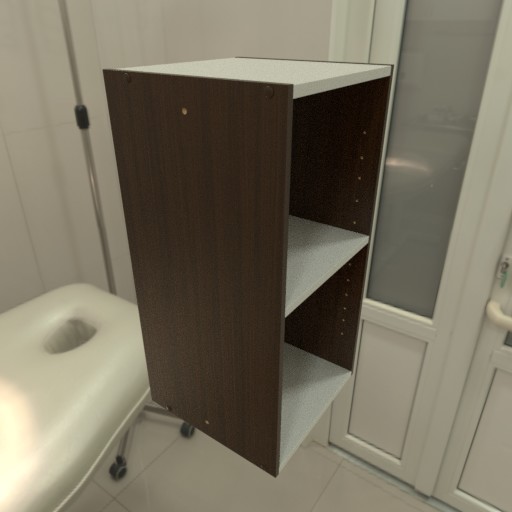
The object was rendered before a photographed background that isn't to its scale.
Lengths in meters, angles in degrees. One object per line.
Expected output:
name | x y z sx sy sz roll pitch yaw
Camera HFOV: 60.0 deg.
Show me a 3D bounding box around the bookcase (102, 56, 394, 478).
bookcase | 0.000 0.000 0.761 0.290 0.600 0.300 18 33 31
